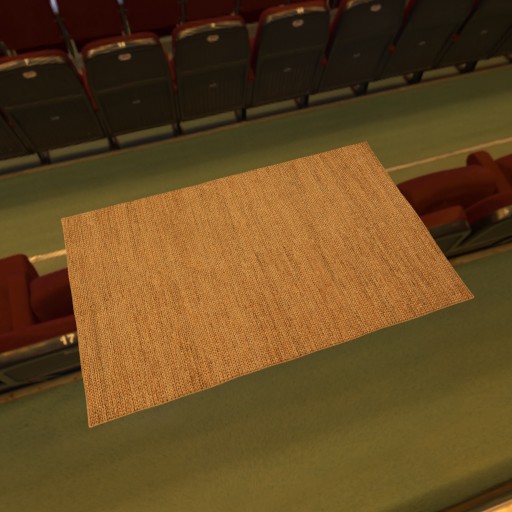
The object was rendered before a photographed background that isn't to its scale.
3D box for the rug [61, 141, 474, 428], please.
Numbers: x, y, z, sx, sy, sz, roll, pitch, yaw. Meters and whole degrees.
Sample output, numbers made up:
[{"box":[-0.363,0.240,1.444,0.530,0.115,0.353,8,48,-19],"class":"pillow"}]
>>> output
[{"box":[0.000,0.000,3.012,2.438,0.034,1.521,-16,58,-10],"class":"rug"}]
